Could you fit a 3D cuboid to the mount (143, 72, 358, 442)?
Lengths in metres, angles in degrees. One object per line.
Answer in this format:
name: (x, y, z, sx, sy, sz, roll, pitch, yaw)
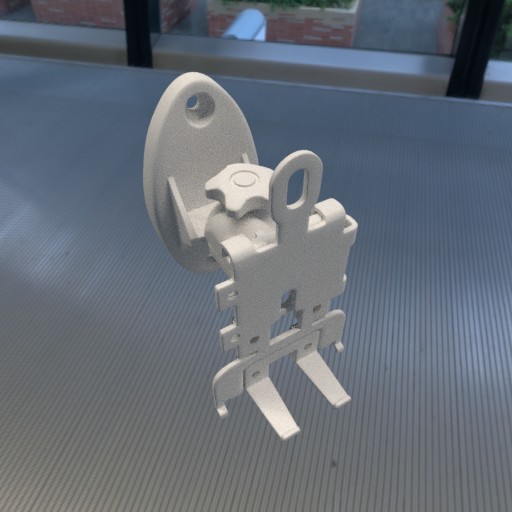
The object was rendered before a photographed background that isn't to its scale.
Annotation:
mount: (0.000, 0.000, 0.174, 0.066, 0.118, 0.100, -23, 50, -21)
